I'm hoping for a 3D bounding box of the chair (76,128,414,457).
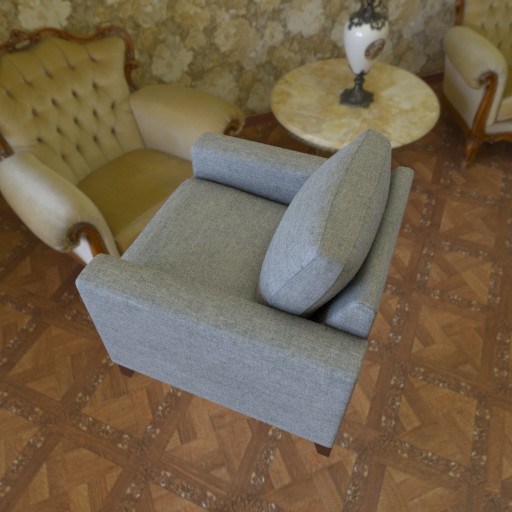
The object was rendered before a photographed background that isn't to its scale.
[{"bbox_3d":[0.000,0.000,1.861,1.038,1.010,1.024,17,50,14],"label":"chair"}]
